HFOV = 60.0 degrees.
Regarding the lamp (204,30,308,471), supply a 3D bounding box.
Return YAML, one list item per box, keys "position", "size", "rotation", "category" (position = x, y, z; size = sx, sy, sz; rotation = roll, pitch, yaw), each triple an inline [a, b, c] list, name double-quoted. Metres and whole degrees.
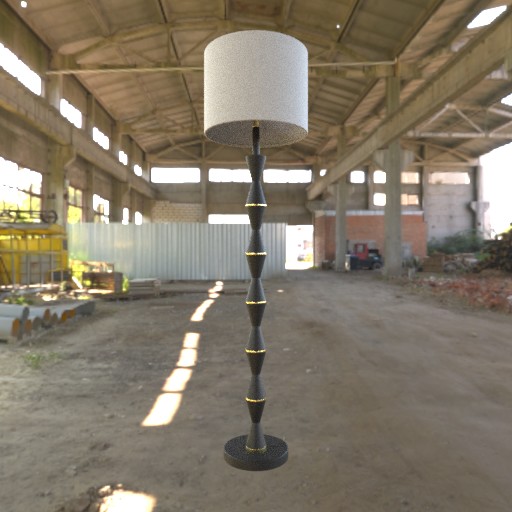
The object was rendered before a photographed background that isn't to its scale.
- position: [0.000, 0.000, 1.642]
  size: [0.381, 1.480, 0.381]
  rotation: [0, 0, -36]
  category: "lamp"
